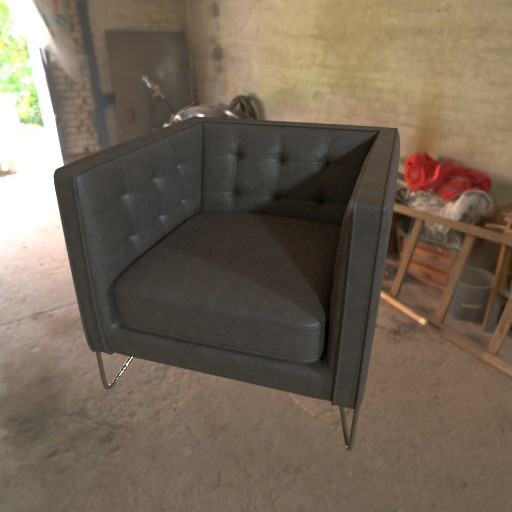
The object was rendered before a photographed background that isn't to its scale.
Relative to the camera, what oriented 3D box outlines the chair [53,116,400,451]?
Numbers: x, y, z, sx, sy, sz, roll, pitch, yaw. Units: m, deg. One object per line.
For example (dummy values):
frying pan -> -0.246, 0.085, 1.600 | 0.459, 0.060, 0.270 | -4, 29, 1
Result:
chair -> 0.000, 0.000, 1.571 | 0.880, 0.790, 0.894 | 8, 28, 16
